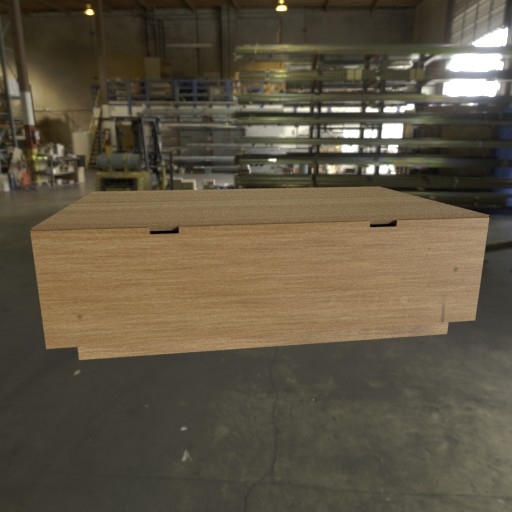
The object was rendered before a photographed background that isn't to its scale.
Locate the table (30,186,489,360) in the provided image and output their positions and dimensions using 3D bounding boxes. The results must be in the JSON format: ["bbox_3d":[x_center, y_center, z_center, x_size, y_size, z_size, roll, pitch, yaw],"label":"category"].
[{"bbox_3d":[0.000,0.000,1.425,1.110,0.353,0.678,-2,15,-8],"label":"table"}]
